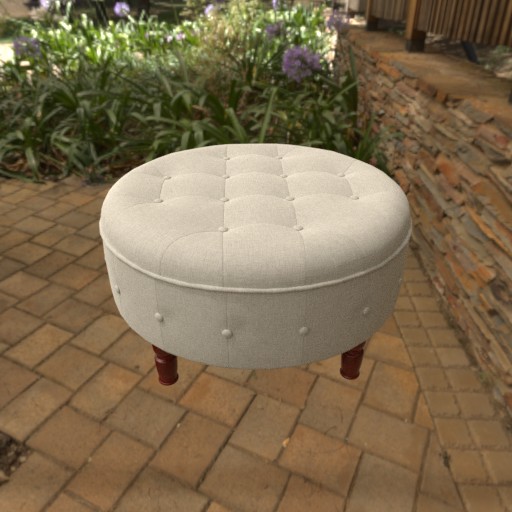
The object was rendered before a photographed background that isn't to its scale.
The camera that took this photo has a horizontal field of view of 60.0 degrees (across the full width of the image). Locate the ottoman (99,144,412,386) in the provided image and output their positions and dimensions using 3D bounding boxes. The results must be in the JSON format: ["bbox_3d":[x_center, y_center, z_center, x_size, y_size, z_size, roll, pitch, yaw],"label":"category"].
[{"bbox_3d":[0.000,0.000,1.338,0.850,0.483,0.850,0,30,0],"label":"ottoman"}]
